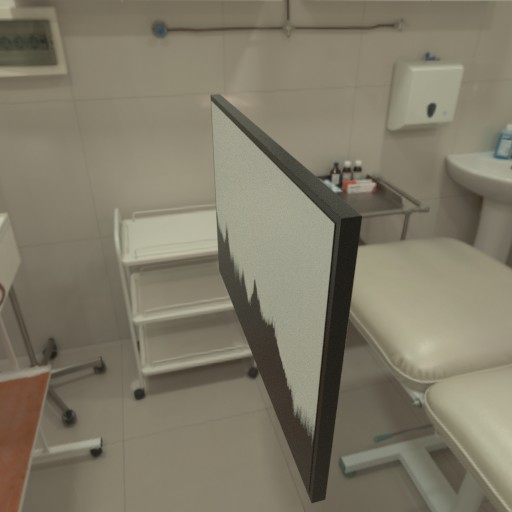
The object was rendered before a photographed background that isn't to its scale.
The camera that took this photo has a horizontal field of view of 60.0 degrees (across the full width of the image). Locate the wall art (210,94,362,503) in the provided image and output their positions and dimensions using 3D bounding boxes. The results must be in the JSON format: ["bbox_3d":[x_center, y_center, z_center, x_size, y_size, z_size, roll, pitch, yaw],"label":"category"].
[{"bbox_3d":[0.000,0.000,0.798,0.022,0.446,0.659,-8,31,-14],"label":"wall art"}]
